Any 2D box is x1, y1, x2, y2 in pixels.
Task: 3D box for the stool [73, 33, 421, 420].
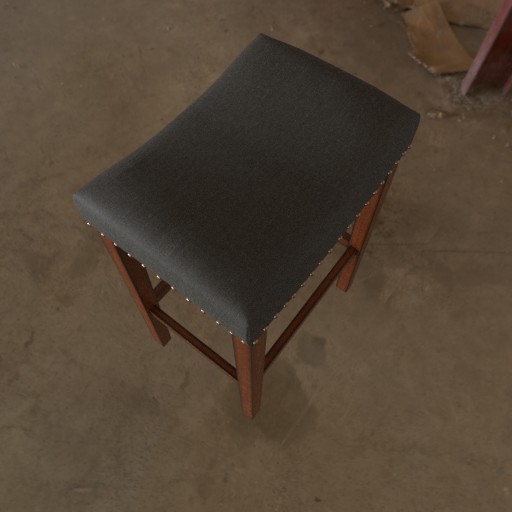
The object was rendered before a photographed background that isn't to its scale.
[{"bbox_3d":[0.000,0.000,1.013,0.366,0.748,0.502,35,68,16],"label":"stool"}]
